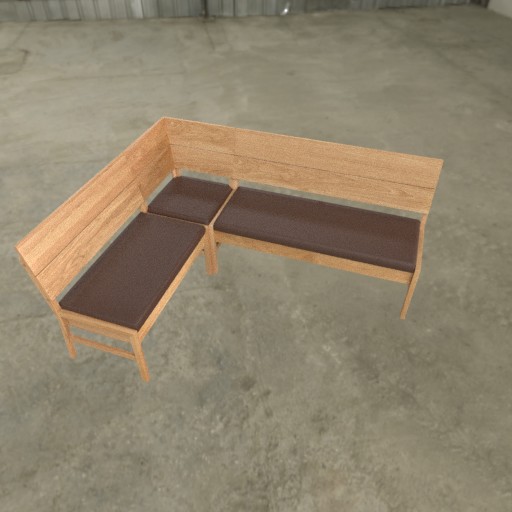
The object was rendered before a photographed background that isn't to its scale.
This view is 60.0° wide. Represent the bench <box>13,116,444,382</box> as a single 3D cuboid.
[{"bbox_3d":[0.000,0.000,2.751,1.975,0.890,1.549,12,43,13],"label":"bench"}]
